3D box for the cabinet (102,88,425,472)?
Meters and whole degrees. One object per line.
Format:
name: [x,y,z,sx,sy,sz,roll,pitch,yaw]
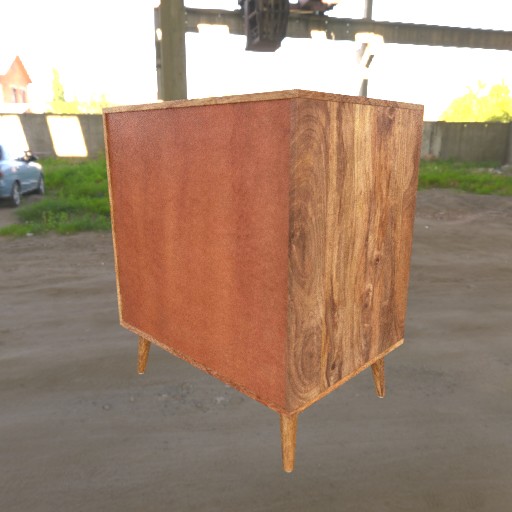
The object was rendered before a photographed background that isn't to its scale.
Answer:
cabinet: [0.000,0.000,1.181,0.647,0.758,0.473,14,20,43]
